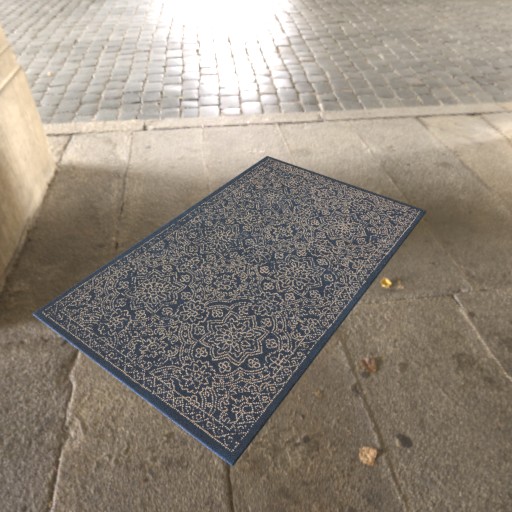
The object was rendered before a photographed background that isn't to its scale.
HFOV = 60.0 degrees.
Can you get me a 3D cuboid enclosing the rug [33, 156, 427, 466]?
[{"bbox_3d":[0.000,0.000,3.055,1.526,0.015,2.441,25,47,27],"label":"rug"}]
